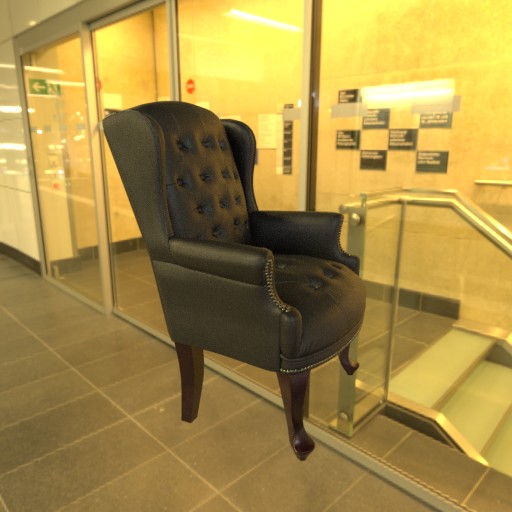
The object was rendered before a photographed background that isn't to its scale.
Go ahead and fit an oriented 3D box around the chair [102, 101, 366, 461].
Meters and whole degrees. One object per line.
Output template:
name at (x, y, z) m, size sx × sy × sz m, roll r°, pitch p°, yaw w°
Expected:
chair at (0.000, 0.000, 1.676) m, size 0.822 × 1.133 × 0.831 m, roll 7°, pitch 16°, yaw 25°
